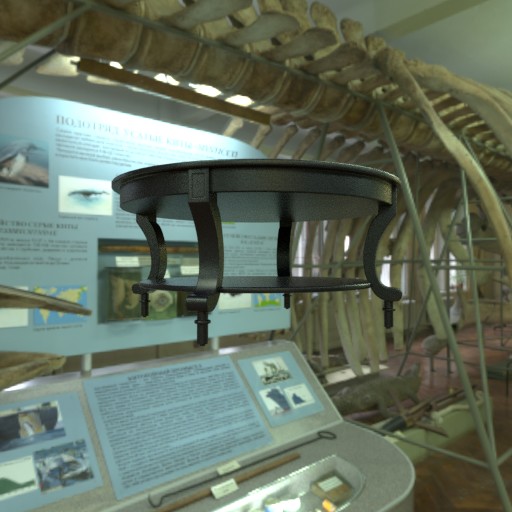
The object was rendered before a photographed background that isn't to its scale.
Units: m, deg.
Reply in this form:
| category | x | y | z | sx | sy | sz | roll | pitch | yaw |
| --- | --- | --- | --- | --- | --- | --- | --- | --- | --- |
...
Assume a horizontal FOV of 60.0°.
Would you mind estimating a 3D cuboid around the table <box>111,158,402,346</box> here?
| category | x | y | z | sx | sy | sz | roll | pitch | yaw |
| --- | --- | --- | --- | --- | --- | --- | --- | --- | --- |
| table | 0.000 | 0.000 | 1.643 | 1.029 | 0.491 | 1.029 | 0 | 0 | 0 |
